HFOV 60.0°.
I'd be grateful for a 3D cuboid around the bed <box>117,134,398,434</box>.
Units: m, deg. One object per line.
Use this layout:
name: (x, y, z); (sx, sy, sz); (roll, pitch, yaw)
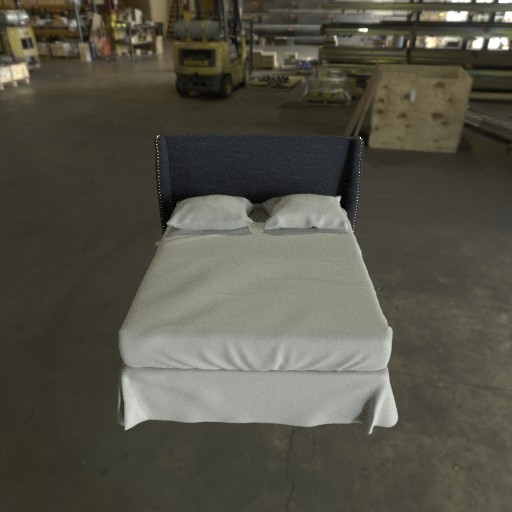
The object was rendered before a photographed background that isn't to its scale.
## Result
bed: (0.000, 0.000, 3.473); (1.925, 1.332, 2.276); (1, 30, 1)
